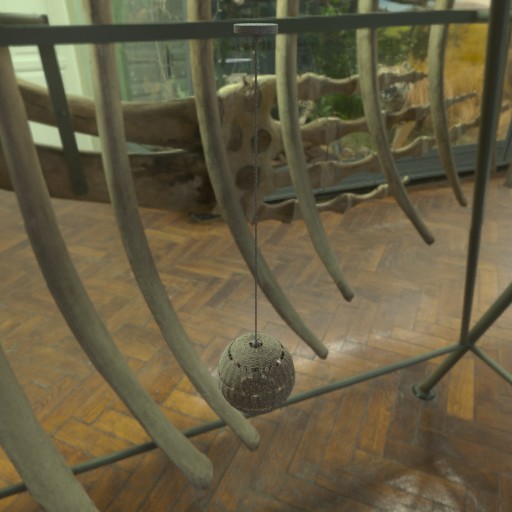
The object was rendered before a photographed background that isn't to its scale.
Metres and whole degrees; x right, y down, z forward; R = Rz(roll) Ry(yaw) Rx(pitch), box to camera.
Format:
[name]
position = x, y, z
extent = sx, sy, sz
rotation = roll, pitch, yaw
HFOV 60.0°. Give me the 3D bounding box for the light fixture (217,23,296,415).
[light fixture]
position = 0.000, 0.000, 2.179
extent = 0.457, 2.019, 0.457
rotation = -11, 32, -18
